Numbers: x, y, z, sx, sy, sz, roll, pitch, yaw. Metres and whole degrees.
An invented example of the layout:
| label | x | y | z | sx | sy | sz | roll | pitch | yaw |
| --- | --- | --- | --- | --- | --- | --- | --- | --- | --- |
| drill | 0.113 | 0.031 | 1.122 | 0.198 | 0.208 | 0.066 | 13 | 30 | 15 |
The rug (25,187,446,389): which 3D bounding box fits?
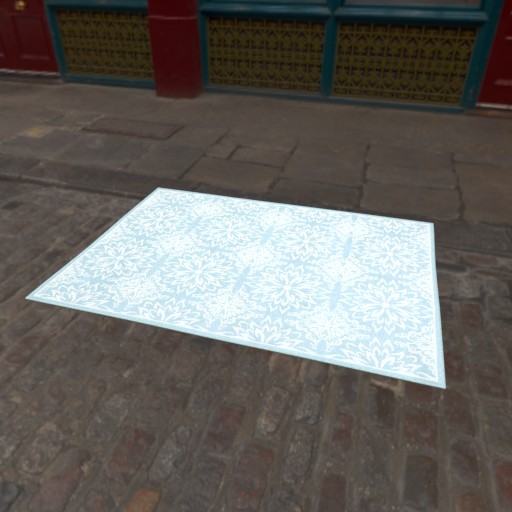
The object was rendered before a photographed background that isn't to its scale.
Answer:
| label | x | y | z | sx | sy | sz | roll | pitch | yaw |
| --- | --- | --- | --- | --- | --- | --- | --- | --- | --- |
| rug | 0.000 | 0.000 | 2.838 | 2.205 | 0.014 | 1.589 | 9 | 34 | 14 |
